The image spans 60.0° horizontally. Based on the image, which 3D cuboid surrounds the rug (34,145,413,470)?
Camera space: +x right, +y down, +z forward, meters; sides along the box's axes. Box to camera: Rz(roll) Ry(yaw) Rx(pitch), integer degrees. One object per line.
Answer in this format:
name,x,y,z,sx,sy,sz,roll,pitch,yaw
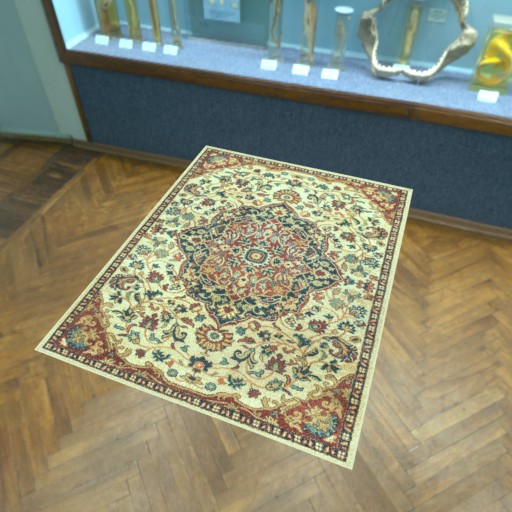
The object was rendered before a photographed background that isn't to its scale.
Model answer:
rug,0.000,0.000,4.073,2.454,0.005,3.067,15,48,14
